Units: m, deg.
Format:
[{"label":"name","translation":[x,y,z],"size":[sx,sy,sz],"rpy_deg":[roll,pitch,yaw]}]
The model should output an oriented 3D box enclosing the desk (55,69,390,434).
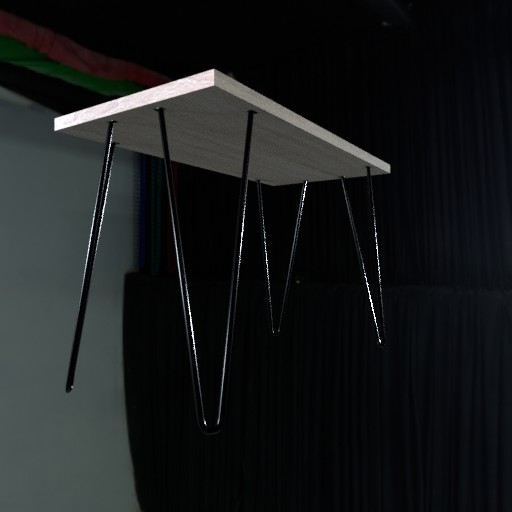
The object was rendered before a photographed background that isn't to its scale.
[{"label":"desk","translation":[0.000,0.000,1.335],"size":[0.499,0.660,0.991],"rpy_deg":[0,0,34]}]
